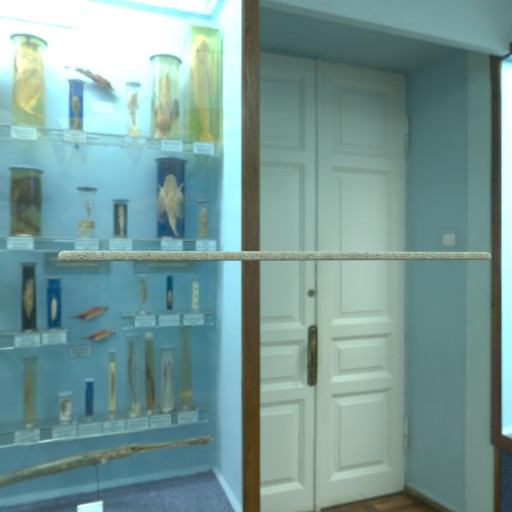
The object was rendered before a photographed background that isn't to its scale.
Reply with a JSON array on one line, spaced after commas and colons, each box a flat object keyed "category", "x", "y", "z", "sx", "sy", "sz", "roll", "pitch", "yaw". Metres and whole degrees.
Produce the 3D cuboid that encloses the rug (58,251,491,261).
[{"category": "rug", "x": 0.000, "y": 0.000, "z": 3.327, "sx": 2.528, "sy": 0.048, "sz": 2.009, "roll": 0, "pitch": 0, "yaw": -18}]
